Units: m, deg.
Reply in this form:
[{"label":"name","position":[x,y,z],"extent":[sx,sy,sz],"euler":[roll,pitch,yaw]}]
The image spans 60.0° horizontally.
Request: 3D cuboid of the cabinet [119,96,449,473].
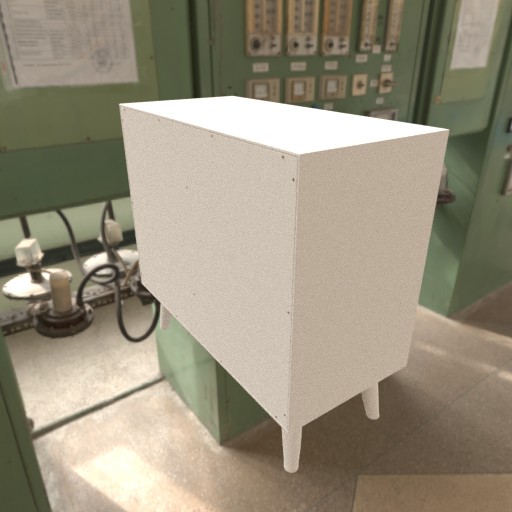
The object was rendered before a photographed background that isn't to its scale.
[{"label":"cabinet","position":[0.000,0.000,1.238],"extent":[0.398,0.761,0.800],"euler":[-17,30,-31]}]
